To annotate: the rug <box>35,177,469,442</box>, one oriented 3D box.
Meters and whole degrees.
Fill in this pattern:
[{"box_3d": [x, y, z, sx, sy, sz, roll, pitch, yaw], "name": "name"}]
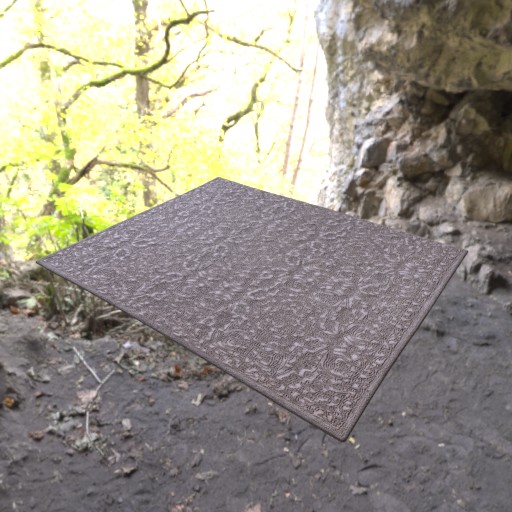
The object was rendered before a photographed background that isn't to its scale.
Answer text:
[{"box_3d": [0.000, 0.000, 3.971, 3.017, 0.035, 2.472, 21, 38, 30], "name": "rug"}]
